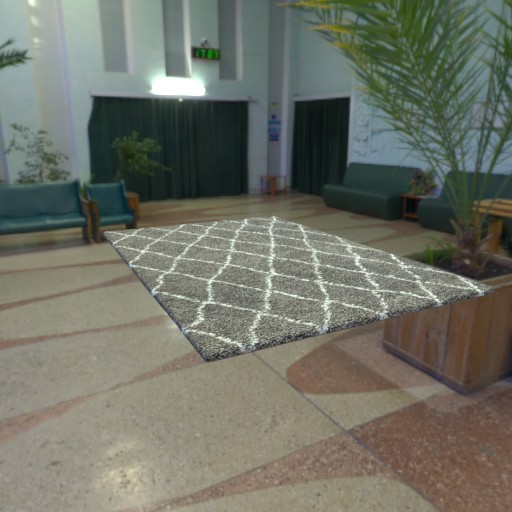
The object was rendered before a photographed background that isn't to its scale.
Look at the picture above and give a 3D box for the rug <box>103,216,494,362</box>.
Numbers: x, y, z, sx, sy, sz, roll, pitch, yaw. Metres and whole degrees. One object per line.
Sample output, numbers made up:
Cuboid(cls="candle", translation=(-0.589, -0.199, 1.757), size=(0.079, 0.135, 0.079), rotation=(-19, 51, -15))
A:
Cuboid(cls="rug", translation=(0.000, 0.000, 2.243), size=(1.219, 0.030, 1.778), rotation=(-8, 17, -26))
